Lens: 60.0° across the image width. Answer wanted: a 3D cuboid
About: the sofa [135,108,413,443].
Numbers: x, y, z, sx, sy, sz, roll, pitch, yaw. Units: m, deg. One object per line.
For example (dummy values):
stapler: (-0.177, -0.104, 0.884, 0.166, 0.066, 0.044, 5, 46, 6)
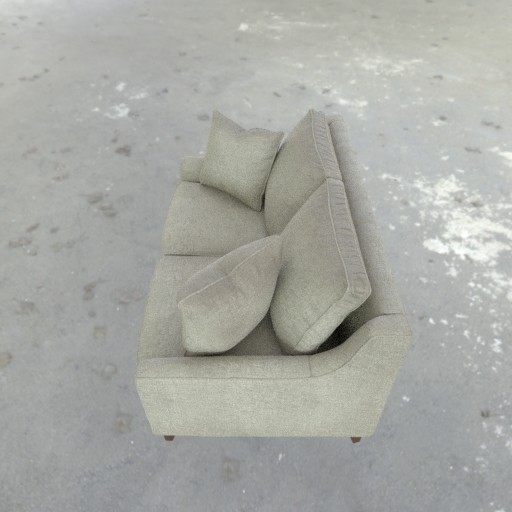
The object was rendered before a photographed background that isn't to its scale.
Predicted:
sofa: (0.000, 0.000, 2.022, 0.915, 0.863, 1.422, 0, 44, 0)
